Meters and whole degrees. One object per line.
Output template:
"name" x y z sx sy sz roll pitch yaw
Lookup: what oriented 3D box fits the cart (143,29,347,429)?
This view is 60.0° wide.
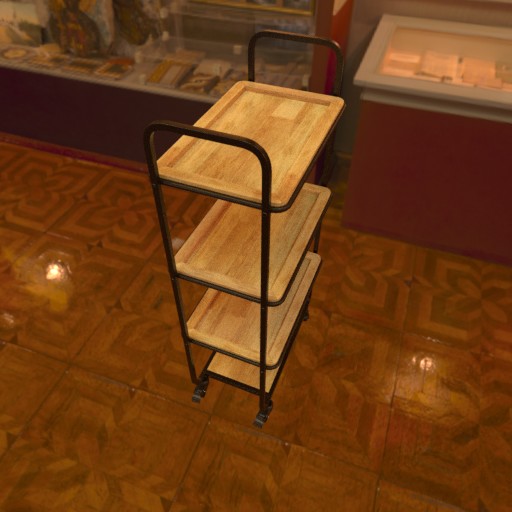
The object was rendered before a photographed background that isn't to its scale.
"cart" 0.000 0.000 1.318 0.321 1.080 0.545 16 47 15
